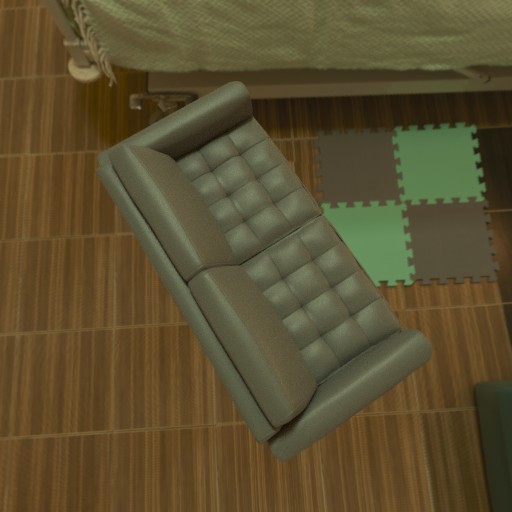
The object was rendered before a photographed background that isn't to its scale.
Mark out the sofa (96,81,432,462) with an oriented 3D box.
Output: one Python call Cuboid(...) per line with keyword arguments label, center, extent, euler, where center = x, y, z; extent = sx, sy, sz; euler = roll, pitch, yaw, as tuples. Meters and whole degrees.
Cuboid(label="sofa", center=(0.000, 0.000, 2.789), extent=(1.121, 0.930, 2.177), euler=(-32, 78, -8))
